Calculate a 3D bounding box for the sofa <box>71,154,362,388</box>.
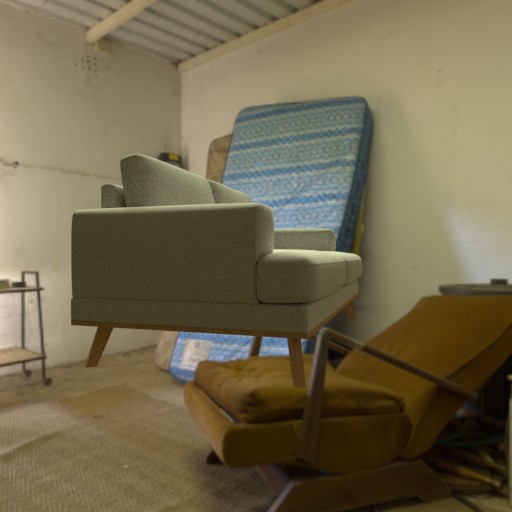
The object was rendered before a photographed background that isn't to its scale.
[{"bbox_3d":[0.000,0.000,2.229,0.915,0.810,1.651,0,0,18],"label":"sofa"}]
